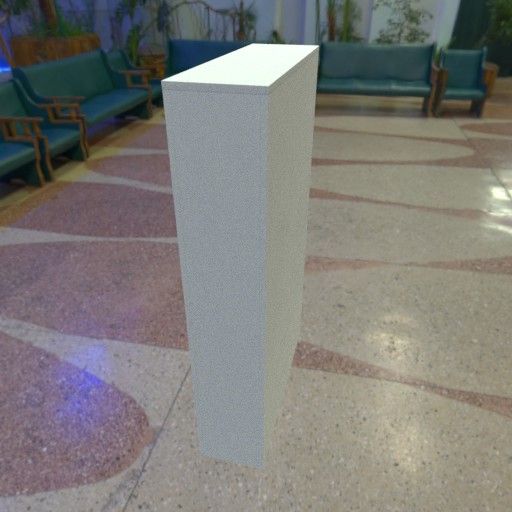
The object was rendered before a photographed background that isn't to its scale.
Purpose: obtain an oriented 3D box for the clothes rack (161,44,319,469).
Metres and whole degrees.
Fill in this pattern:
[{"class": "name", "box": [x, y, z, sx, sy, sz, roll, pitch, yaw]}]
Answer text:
[{"class": "clothes rack", "box": [0.000, 0.000, 1.564, 0.250, 1.280, 0.750, 8, 32, 13]}]
